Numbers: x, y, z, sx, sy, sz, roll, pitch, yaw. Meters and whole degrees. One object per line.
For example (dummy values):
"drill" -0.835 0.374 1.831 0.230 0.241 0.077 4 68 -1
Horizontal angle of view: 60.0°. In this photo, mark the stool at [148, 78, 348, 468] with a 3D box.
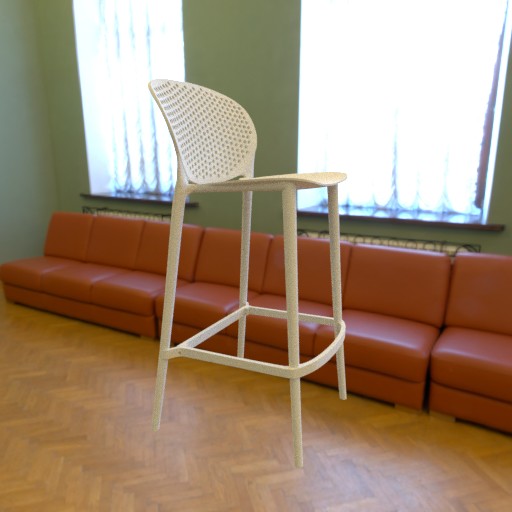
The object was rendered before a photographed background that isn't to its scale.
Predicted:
"stool" 0.000 0.000 1.365 0.535 1.045 0.536 7 15 28
